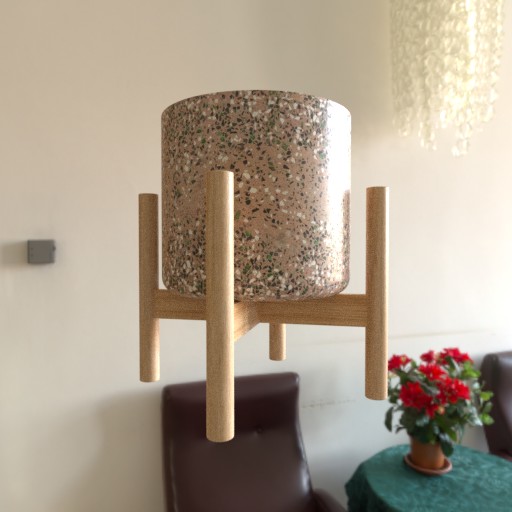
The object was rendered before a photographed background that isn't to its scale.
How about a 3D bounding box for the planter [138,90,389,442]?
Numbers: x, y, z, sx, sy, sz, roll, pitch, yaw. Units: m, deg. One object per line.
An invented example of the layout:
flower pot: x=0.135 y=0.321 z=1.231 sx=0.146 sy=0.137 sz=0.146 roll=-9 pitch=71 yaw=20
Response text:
planter: x=0.000 y=0.000 z=0.534 sx=0.284 sy=0.320 sz=0.284 roll=1 pitch=2 yaw=36
